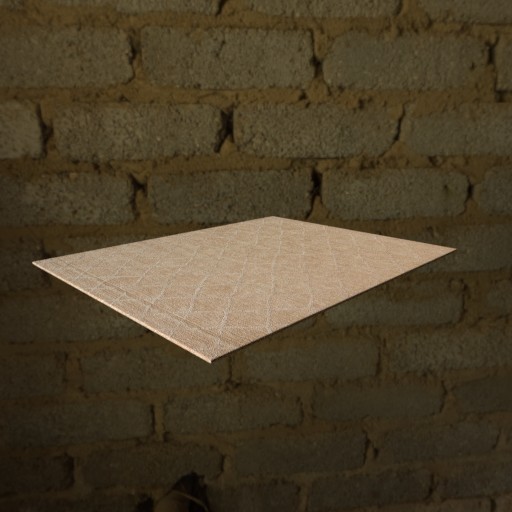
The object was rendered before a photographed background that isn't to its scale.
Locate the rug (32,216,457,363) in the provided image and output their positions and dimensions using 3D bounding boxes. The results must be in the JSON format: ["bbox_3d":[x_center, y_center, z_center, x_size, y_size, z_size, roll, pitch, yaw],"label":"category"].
[{"bbox_3d":[0.000,0.000,4.032,3.039,0.019,2.420,-15,22,-43],"label":"rug"}]
